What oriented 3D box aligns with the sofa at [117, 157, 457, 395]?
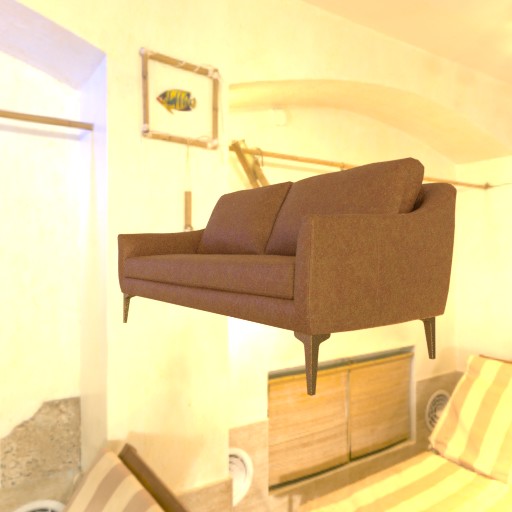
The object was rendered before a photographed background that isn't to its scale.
[{"bbox_3d":[0.000,0.000,2.573,0.981,0.945,2.036,0,1,-35],"label":"sofa"}]
